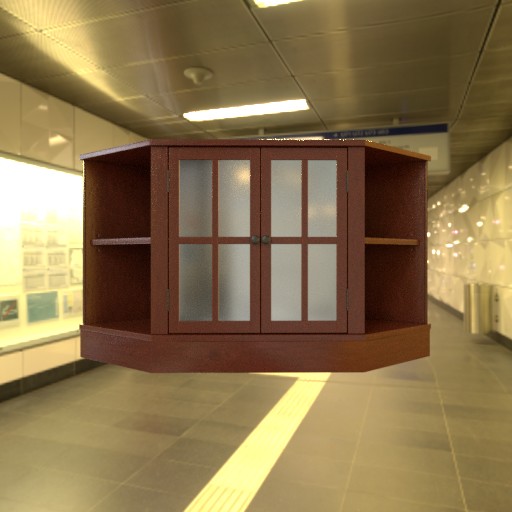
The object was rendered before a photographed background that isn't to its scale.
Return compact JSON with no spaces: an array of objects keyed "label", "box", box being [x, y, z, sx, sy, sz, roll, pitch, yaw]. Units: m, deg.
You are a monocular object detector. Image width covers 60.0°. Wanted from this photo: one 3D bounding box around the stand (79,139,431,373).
[{"label":"stand","box":[0.000,0.000,1.352,1.072,0.614,0.381,0,0,-1]}]
